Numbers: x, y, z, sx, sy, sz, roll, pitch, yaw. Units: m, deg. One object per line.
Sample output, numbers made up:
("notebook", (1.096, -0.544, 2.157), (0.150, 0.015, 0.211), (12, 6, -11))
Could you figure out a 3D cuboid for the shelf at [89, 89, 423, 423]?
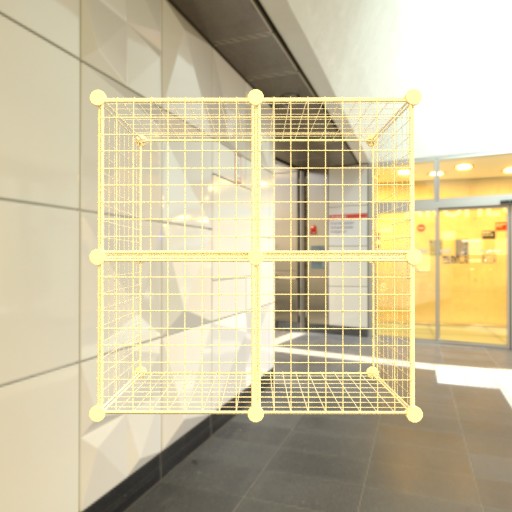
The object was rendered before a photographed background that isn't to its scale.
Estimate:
("shelf", (0.000, 0.000, 1.124), (0.711, 0.711, 0.356), (0, 0, 0))
